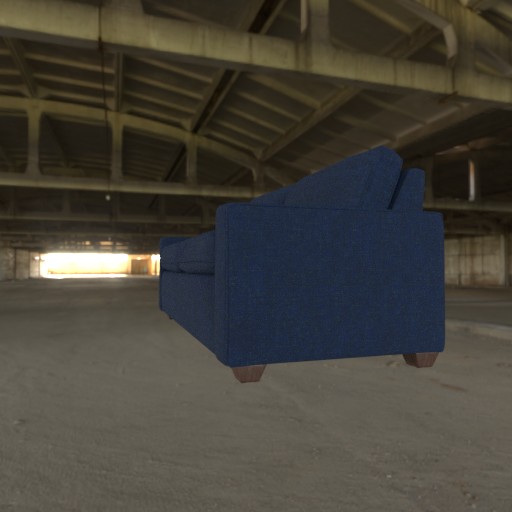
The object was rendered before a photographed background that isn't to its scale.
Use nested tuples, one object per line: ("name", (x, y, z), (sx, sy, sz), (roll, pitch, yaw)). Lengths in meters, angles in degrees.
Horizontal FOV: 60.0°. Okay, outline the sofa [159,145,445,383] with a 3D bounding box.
("sofa", (0.000, 0.000, 2.570), (0.940, 0.919, 2.080), (0, -1, -18))
